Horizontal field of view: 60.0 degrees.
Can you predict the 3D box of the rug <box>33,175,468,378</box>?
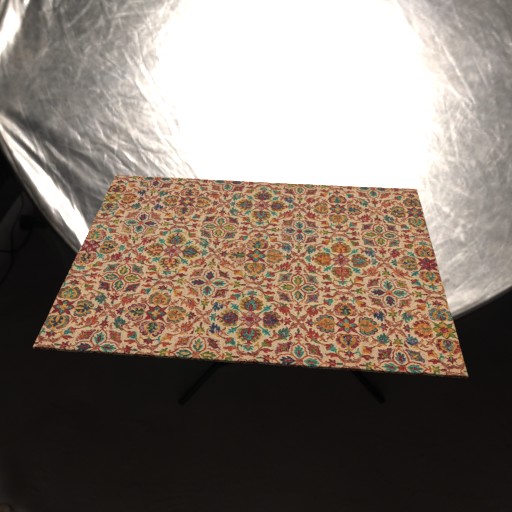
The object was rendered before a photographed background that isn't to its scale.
[{"bbox_3d":[0.000,0.000,2.847,2.297,0.018,1.541,3,47,3],"label":"rug"}]
